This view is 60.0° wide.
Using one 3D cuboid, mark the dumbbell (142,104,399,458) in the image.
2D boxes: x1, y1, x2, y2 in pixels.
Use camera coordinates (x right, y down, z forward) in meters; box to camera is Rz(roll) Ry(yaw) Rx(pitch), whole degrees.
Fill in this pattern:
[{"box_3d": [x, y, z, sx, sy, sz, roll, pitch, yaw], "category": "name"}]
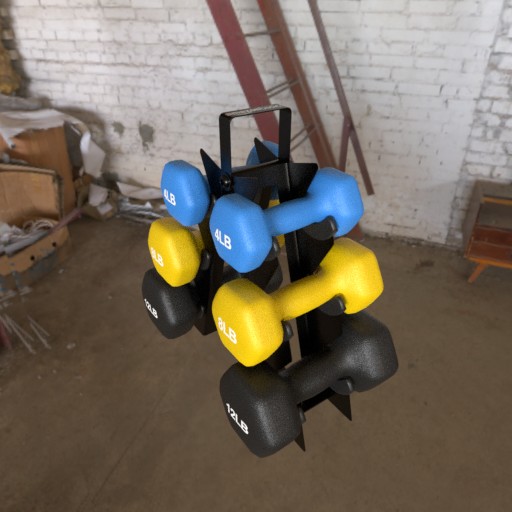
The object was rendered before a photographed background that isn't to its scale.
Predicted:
[{"box_3d": [0.000, 0.000, 0.662, 0.255, 0.426, 0.409, -20, 37, -29], "category": "dumbbell"}]
